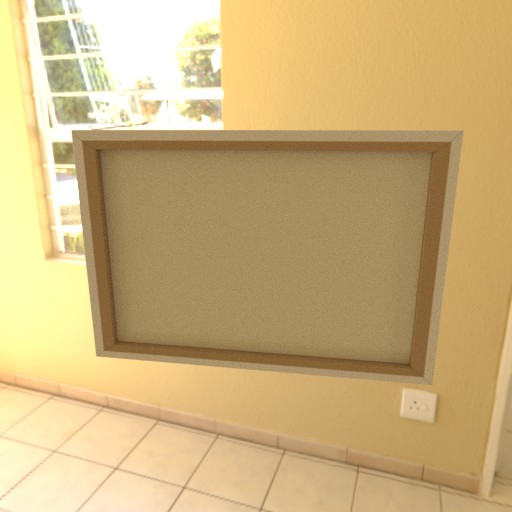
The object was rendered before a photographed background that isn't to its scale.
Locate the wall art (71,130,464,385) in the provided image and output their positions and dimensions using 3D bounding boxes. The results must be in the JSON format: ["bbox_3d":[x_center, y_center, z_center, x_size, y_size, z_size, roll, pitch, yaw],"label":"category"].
[{"bbox_3d":[0.000,0.000,0.757,0.608,0.414,0.042,3,16,9],"label":"wall art"}]
